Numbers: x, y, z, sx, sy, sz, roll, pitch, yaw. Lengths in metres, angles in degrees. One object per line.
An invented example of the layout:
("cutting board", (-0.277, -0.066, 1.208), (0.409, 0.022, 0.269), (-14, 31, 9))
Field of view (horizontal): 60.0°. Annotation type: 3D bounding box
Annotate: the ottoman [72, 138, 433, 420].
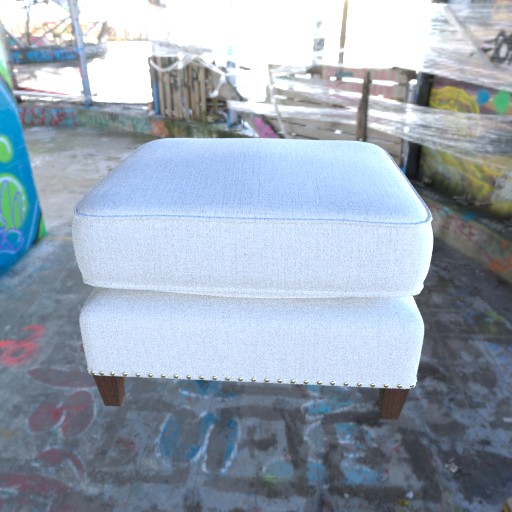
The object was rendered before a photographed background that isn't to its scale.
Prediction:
("ottoman", (0.000, 0.000, 1.153), (0.738, 0.537, 0.589), (2, 29, 3))
